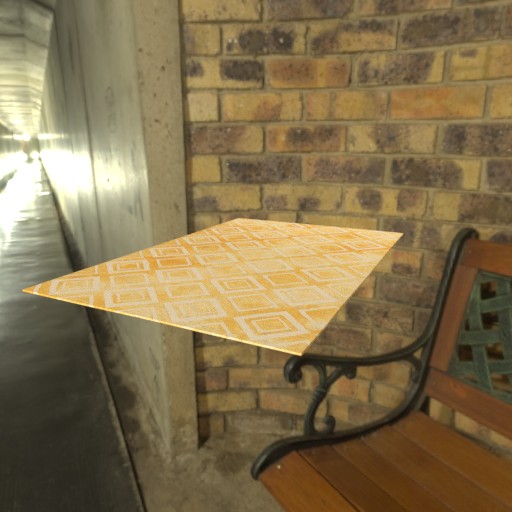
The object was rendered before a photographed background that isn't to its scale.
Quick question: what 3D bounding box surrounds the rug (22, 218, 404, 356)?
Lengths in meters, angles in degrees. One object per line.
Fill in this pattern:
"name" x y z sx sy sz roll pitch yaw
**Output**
"rug" 0.000 0.000 2.318 1.213 0.010 1.829 7 17 26
